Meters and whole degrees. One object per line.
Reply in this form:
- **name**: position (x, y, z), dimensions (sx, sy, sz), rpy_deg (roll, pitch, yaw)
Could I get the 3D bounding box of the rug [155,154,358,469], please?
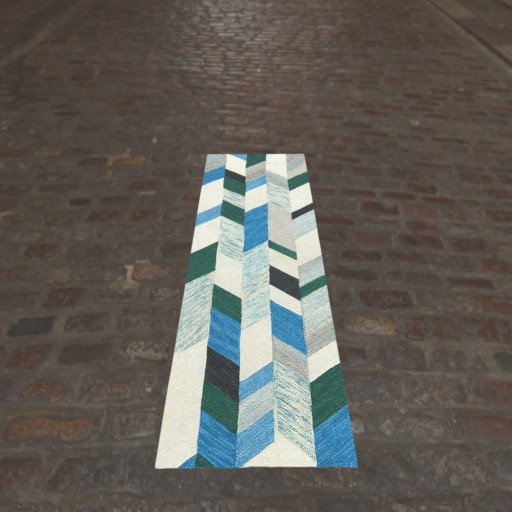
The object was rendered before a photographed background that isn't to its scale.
- **rug**: position (0.000, 0.000, 2.594), dimensions (0.774, 0.008, 2.437), rpy_deg (0, 41, 0)
